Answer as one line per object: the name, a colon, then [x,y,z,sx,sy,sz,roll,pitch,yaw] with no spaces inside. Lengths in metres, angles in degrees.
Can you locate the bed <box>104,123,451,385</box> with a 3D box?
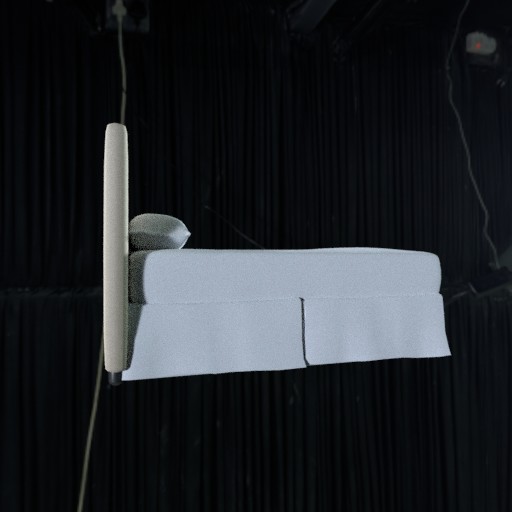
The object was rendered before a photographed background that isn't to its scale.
bed: [0.000,0.000,3.309,2.142,1.330,1.723,0,0,-18]
